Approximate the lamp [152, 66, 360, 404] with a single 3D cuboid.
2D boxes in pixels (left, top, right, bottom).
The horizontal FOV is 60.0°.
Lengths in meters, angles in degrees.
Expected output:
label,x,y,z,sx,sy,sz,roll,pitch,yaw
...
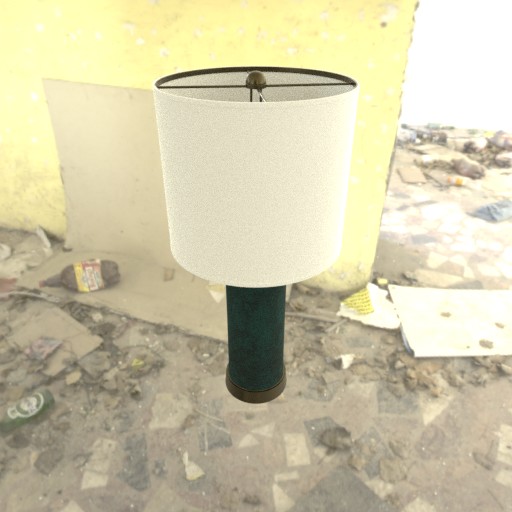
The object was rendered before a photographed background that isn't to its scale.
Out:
label,x,y,z,sx,sy,sz,roll,pitch,yaw
lamp,0.000,0.000,0.808,0.301,0.630,0.301,23,38,33
